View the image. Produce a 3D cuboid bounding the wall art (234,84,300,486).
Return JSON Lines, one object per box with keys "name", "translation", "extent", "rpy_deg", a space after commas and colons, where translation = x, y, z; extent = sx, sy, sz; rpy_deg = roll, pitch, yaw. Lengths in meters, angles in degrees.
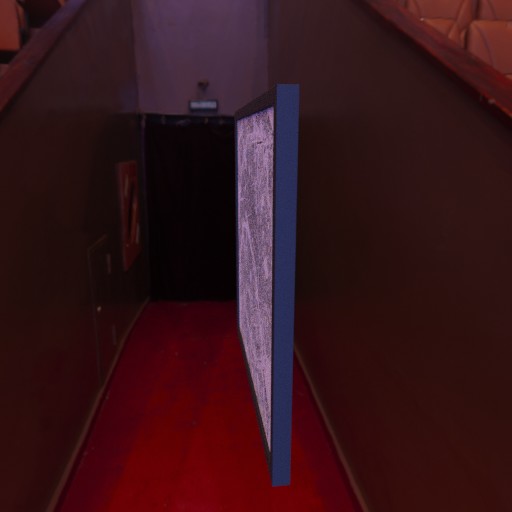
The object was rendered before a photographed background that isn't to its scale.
{"name": "wall art", "translation": [0.000, 0.000, 1.164], "extent": [0.037, 0.763, 0.763], "rpy_deg": [-2, 15, -7]}
